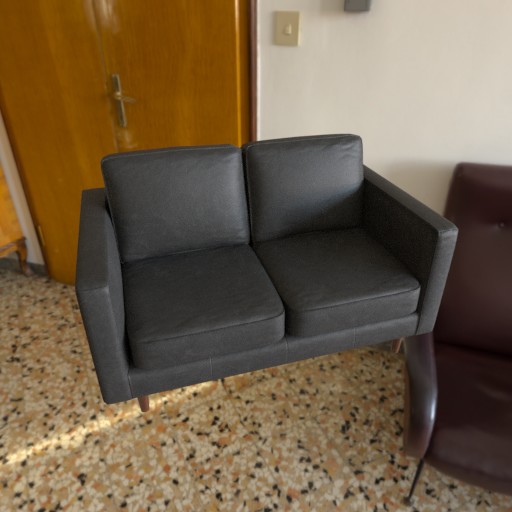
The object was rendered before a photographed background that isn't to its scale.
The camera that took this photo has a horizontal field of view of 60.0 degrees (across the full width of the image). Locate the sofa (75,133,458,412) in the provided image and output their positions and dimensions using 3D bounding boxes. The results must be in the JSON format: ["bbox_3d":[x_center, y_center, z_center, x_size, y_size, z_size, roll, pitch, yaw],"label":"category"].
[{"bbox_3d":[0.000,0.000,2.002,1.430,0.899,0.879,-9,32,-15],"label":"sofa"}]
